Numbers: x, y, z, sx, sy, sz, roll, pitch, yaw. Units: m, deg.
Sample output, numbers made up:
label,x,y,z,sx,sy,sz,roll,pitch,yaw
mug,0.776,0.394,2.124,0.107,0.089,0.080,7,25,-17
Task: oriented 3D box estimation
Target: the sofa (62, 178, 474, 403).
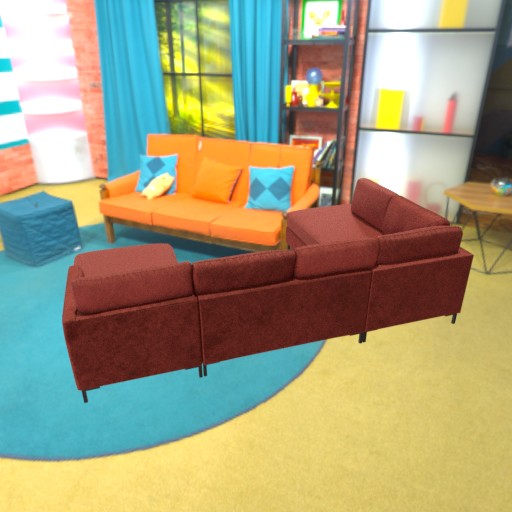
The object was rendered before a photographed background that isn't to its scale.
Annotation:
label,x,y,z,sx,sy,sz,roll,pitch,yaw
sofa,0.000,0.000,4.404,3.434,0.992,2.055,-8,27,-16
